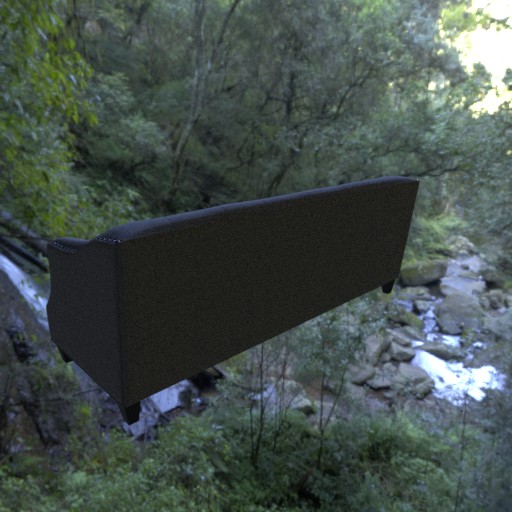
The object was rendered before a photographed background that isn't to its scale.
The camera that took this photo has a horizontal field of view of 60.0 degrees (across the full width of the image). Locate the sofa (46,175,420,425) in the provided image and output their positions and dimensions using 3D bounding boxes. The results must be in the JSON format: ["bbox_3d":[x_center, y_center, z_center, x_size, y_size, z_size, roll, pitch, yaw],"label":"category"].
[{"bbox_3d":[0.000,0.000,2.721,2.235,0.901,0.914,-16,24,-41],"label":"sofa"}]
